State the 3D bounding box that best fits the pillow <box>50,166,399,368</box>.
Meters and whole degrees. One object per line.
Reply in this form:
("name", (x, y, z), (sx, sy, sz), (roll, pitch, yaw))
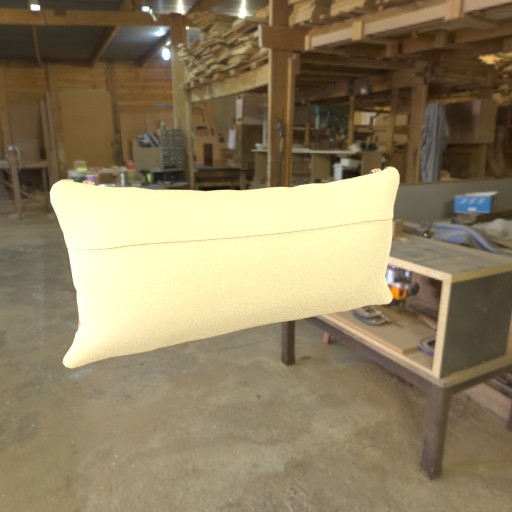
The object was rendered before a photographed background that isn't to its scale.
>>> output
("pillow", (0.000, 0.000, 0.756), (0.635, 0.282, 0.139), (-7, 17, -25))
